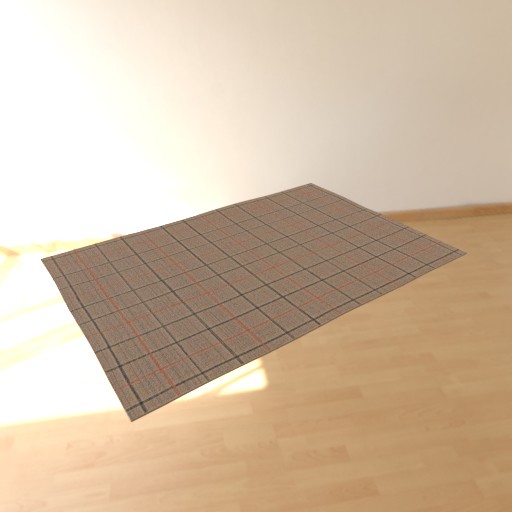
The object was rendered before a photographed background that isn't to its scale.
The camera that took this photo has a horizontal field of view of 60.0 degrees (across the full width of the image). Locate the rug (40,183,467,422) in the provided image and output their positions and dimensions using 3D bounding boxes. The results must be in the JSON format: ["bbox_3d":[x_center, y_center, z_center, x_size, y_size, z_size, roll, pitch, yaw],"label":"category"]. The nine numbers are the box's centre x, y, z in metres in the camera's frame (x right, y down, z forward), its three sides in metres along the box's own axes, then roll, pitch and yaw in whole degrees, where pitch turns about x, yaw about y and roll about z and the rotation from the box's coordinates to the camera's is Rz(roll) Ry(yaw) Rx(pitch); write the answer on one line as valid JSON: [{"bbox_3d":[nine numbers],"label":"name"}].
[{"bbox_3d":[0.000,0.000,2.282,1.829,0.013,1.220,-20,36,-30],"label":"rug"}]
